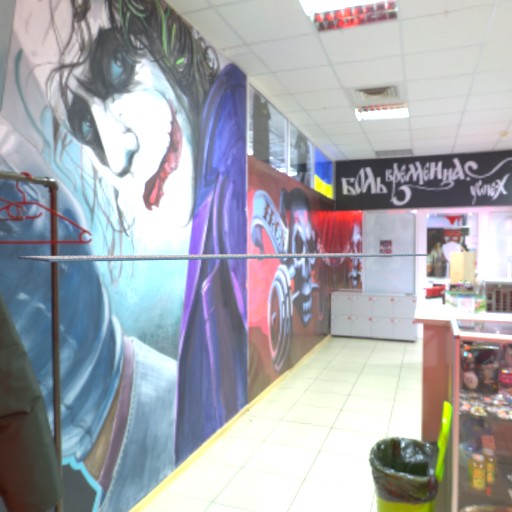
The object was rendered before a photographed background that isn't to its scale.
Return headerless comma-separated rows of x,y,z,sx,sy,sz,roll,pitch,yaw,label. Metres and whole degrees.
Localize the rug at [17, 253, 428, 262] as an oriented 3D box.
0.000,0.000,2.389,2.196,0.011,0.662,-1,1,-36,rug
